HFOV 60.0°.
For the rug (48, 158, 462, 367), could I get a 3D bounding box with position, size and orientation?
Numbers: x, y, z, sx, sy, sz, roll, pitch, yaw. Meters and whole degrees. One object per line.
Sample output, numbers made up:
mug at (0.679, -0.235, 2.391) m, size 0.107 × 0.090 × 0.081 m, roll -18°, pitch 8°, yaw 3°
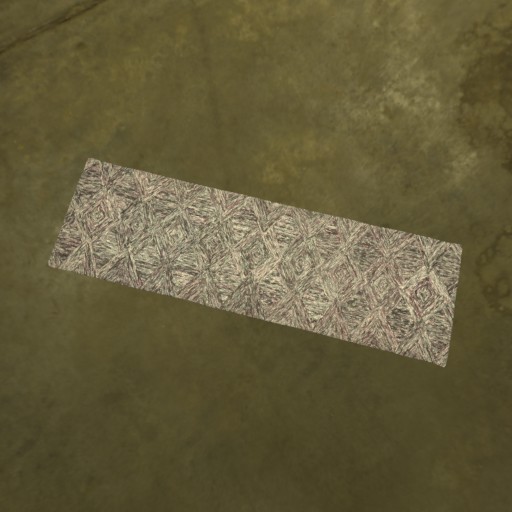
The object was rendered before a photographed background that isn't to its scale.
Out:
rug at (0.000, 0.000, 2.561) m, size 2.305 × 0.013 × 0.719 m, roll 14°, pitch 76°, yaw 4°
